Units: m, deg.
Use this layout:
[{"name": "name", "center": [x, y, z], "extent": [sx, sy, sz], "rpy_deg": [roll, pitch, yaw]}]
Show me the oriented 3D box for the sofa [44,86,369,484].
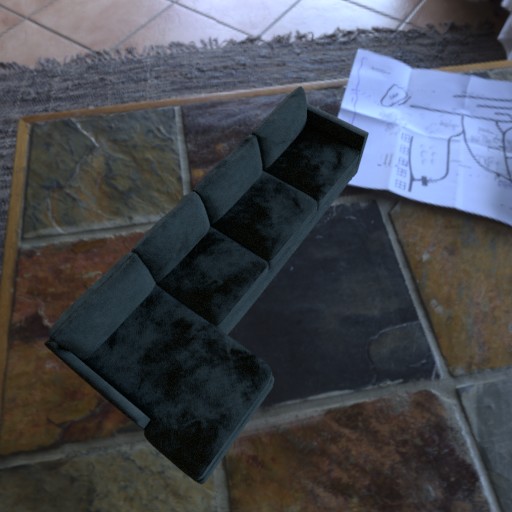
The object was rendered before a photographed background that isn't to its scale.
[{"name": "sofa", "center": [0.000, 0.000, 3.946], "extent": [1.500, 0.967, 3.400], "rpy_deg": [32, 65, 17]}]
